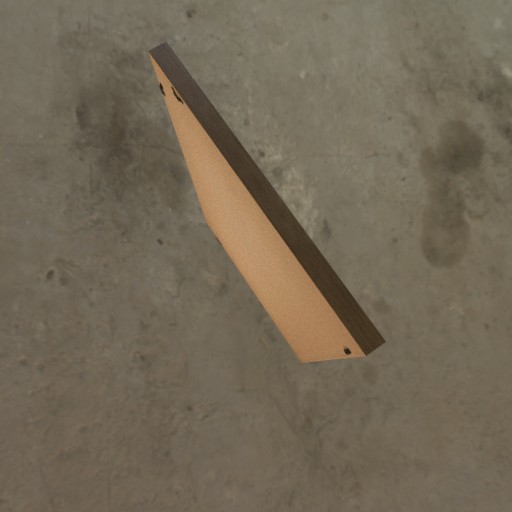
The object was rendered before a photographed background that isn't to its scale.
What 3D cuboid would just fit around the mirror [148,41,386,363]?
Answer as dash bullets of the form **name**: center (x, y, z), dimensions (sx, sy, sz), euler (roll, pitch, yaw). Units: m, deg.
- **mirror**: center (0.000, 0.000, 1.136), dimensions (0.041, 0.915, 0.609), euler (-33, 78, -8)
